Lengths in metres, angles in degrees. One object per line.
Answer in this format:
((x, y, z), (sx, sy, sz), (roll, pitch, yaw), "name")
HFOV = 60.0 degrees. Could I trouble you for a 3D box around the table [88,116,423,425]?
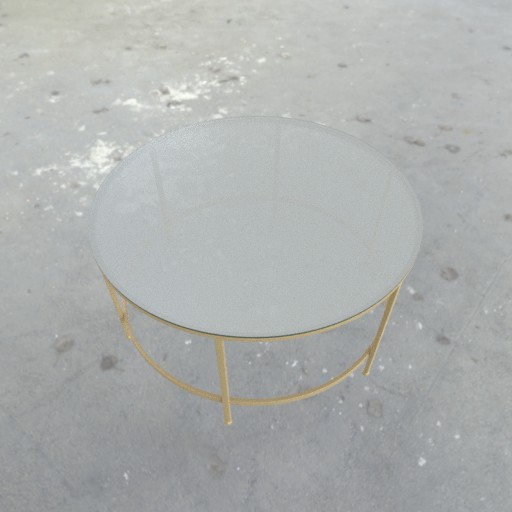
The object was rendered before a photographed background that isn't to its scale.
((0.000, 0.000, 1.415), (0.914, 0.470, 0.914), (0, 47, 0), "table")
